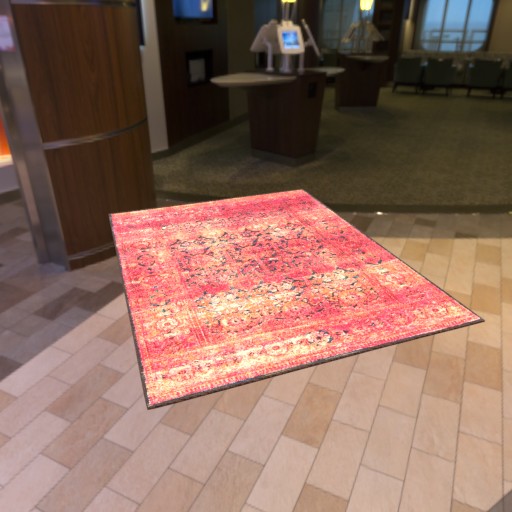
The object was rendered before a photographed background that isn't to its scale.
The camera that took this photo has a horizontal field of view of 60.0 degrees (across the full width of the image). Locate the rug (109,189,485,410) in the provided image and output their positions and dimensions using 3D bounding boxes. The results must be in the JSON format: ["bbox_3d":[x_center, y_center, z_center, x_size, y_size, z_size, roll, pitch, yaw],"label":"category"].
[{"bbox_3d":[0.000,0.000,4.082,2.411,0.020,3.032,-10,29,-18],"label":"rug"}]
